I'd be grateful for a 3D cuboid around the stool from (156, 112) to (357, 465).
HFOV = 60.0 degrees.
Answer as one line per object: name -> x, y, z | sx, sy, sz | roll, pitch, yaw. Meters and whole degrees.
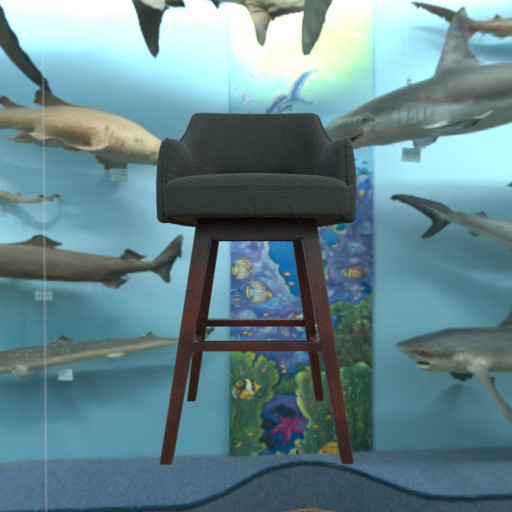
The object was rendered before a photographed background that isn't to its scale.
stool -> 0.000, 0.000, 1.348 | 0.548, 1.012, 0.558 | 0, 1, 0
